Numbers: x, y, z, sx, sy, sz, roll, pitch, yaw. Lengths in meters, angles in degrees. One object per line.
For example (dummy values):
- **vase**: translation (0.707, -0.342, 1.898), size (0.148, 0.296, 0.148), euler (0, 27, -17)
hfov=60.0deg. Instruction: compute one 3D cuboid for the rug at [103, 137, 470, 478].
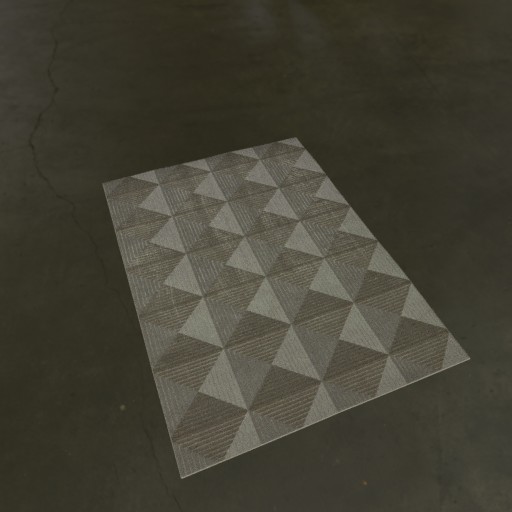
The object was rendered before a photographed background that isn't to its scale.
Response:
- **rug**: translation (0.000, 0.000, 4.318), size (2.428, 0.027, 3.333), euler (-17, 51, -14)
